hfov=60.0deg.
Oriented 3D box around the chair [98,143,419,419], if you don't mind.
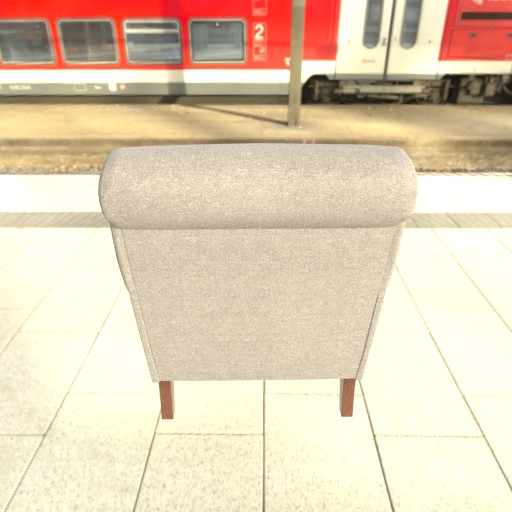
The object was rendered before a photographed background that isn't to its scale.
[{"bbox_3d":[0.000,0.000,1.542,0.766,0.942,0.843,0,29,-1],"label":"chair"}]
